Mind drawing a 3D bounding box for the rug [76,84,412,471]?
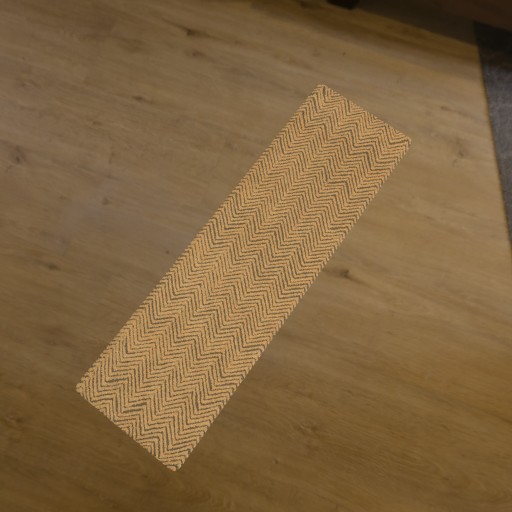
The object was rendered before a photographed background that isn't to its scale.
[{"bbox_3d":[0.000,0.000,2.496,0.686,0.008,2.286,35,78,9],"label":"rug"}]
